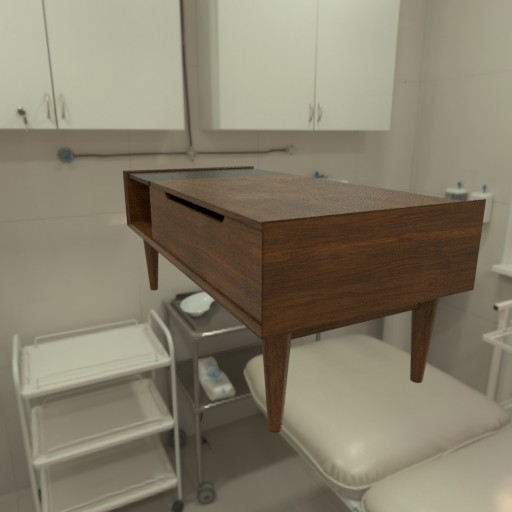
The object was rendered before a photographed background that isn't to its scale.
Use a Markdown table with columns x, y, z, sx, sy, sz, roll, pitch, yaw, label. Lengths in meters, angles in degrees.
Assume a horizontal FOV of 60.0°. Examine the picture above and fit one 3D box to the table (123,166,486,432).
| x | y | z | sx | sy | sz | roll | pitch | yaw | label |
| --- | --- | --- | --- | --- | --- | --- | --- | --- | --- |
| 0.000 | 0.000 | 1.517 | 0.610 | 0.508 | 1.221 | -8 | 17 | -26 | table |
